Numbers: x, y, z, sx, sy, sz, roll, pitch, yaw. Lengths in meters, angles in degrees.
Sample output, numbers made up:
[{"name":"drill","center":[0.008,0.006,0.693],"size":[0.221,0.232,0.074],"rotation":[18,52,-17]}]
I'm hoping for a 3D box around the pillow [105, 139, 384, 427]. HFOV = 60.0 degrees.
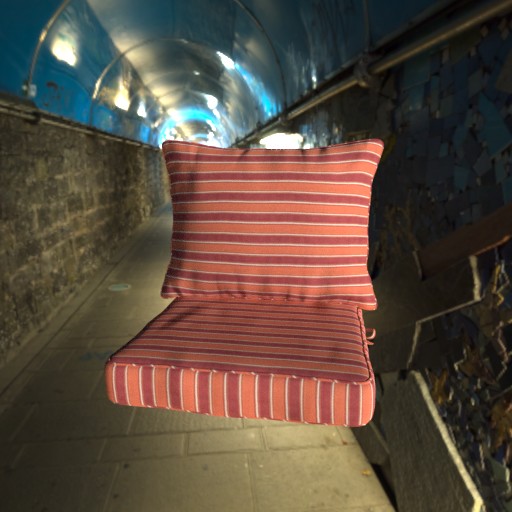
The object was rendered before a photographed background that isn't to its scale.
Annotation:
[{"name":"pillow","center":[0.000,0.000,1.372],"size":[0.799,0.723,0.733],"rotation":[2,13,9]}]
